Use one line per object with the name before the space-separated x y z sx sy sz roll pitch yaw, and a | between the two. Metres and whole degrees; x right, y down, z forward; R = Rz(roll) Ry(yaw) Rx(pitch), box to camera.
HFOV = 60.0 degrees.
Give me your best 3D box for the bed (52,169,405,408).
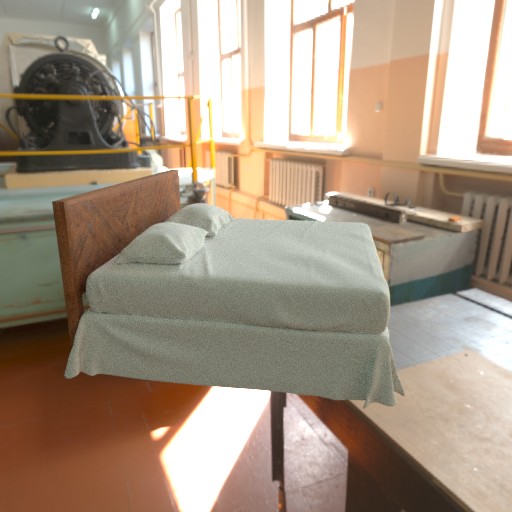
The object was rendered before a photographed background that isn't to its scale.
bed | 0.000 0.000 3.597 2.165 1.158 2.255 3 17 10
